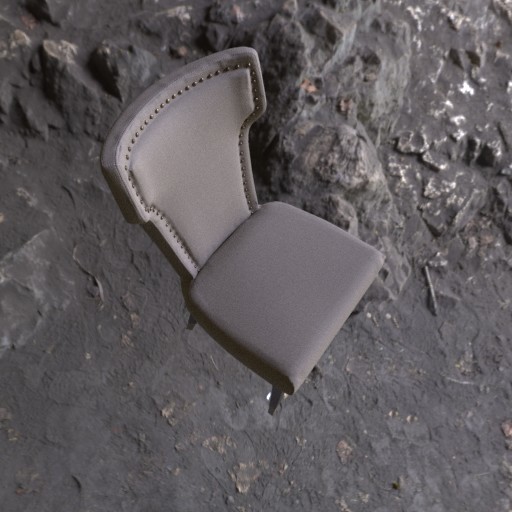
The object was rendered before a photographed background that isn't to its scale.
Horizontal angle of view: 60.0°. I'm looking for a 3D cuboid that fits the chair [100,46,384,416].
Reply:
[{"bbox_3d":[0.000,0.000,1.328,0.630,0.955,0.526,33,64,18],"label":"chair"}]
